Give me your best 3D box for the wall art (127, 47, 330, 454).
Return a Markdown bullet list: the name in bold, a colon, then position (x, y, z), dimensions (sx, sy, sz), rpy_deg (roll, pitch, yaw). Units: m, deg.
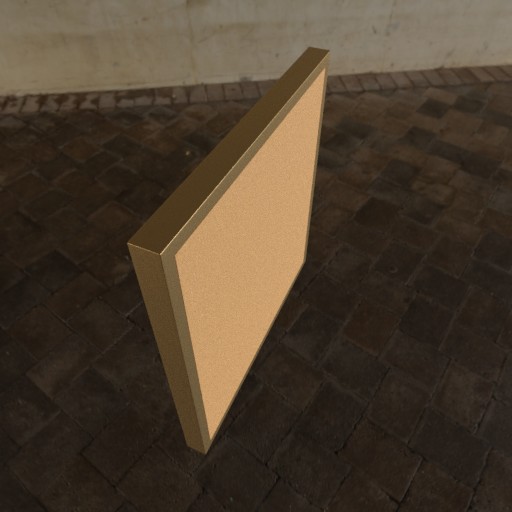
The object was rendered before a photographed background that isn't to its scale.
- **wall art**: position (0.000, 0.000, 0.454), dimensions (0.023, 0.305, 0.305), rpy_deg (18, 49, 17)
